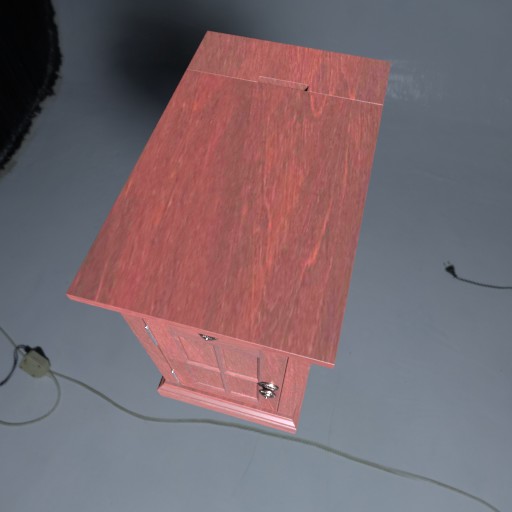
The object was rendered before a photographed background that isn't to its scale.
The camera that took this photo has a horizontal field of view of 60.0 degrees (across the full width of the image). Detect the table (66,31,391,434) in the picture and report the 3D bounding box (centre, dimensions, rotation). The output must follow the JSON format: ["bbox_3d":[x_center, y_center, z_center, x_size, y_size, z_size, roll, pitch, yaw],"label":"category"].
[{"bbox_3d":[0.000,0.000,0.961,0.356,0.612,0.584,13,61,8],"label":"table"}]
